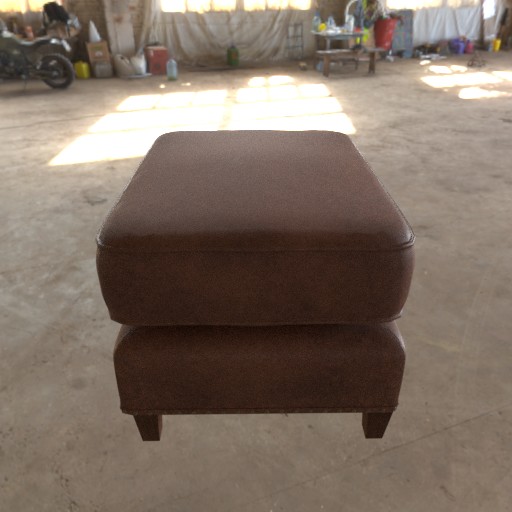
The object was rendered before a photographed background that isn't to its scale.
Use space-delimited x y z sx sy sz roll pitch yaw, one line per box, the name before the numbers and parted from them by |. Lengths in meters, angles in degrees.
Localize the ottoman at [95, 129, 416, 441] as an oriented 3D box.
ottoman | 0.000 0.000 1.139 0.589 0.537 0.738 0 31 -1
